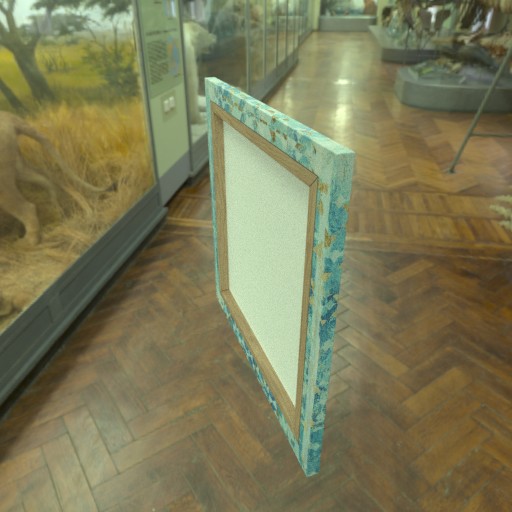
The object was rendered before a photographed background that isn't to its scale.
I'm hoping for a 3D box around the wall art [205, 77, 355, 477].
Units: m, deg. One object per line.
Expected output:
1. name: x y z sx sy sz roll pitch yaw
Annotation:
1. wall art: 0.000 0.000 1.377 0.040 0.916 0.916 -11 32 -17
